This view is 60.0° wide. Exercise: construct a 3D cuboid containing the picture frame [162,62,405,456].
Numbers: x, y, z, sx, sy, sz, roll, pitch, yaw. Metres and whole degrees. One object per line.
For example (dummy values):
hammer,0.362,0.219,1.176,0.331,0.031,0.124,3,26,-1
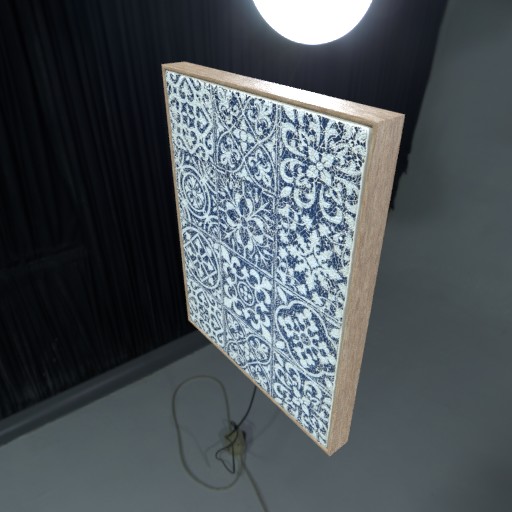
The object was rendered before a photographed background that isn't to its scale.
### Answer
picture frame,0.000,0.000,0.714,0.043,0.526,0.424,-23,39,-32
